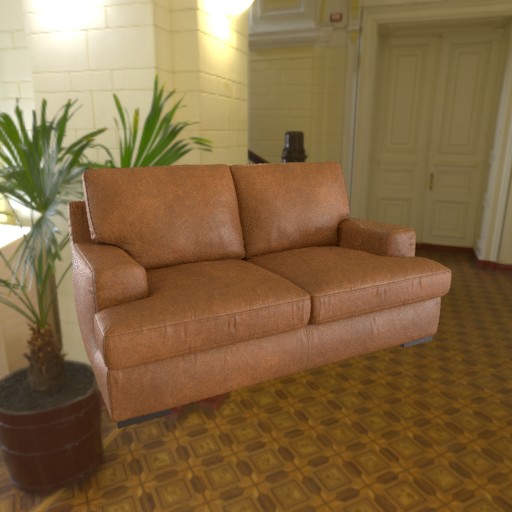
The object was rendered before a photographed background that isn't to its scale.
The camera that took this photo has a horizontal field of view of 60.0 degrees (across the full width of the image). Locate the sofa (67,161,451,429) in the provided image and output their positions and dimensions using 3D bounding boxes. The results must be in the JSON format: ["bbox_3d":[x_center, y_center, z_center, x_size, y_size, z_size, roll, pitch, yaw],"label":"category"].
[{"bbox_3d":[0.000,0.000,2.461,1.880,0.966,1.144,-8,18,-26],"label":"sofa"}]
